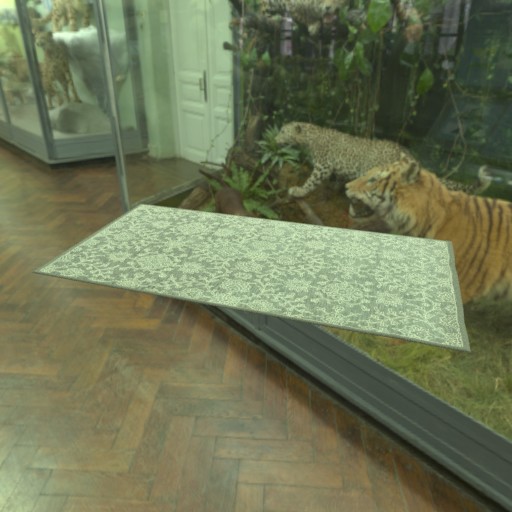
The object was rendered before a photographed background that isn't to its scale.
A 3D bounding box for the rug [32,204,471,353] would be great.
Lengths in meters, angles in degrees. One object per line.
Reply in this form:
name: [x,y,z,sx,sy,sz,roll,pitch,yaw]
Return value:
rug: [0.000,0.000,3.579,3.048,0.011,1.546,8,28,16]
